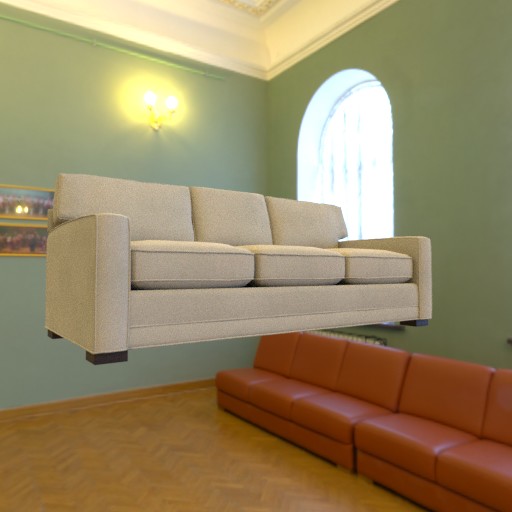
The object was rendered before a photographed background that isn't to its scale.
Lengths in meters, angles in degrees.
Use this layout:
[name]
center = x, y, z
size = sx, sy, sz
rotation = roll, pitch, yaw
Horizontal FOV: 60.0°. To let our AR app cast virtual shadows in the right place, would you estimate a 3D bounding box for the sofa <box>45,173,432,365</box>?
[sofa]
center = 0.000, 0.000, 2.581
size = 2.088, 0.862, 0.935
rotation = 1, -2, -35
